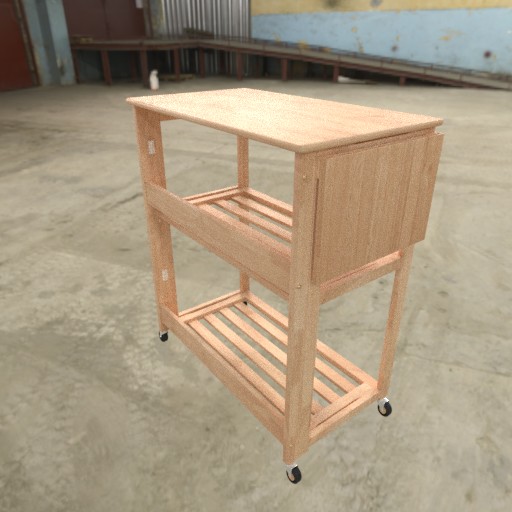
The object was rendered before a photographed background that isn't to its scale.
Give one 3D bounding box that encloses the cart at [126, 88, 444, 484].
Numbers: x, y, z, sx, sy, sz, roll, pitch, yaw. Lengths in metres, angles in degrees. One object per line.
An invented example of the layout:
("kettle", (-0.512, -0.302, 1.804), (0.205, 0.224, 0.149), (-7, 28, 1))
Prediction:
("cart", (0.000, 0.000, 1.352), (0.432, 0.879, 0.853), (-19, 33, -33))
